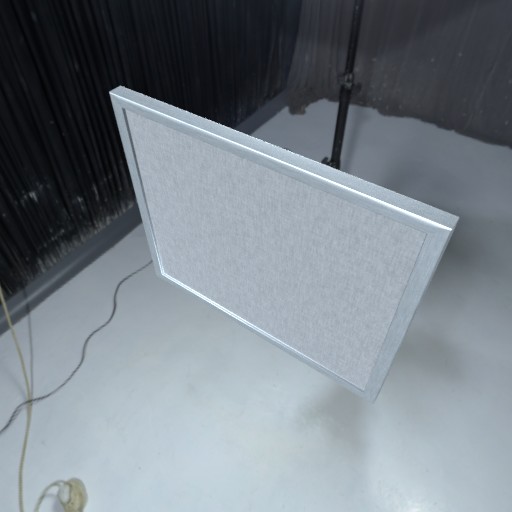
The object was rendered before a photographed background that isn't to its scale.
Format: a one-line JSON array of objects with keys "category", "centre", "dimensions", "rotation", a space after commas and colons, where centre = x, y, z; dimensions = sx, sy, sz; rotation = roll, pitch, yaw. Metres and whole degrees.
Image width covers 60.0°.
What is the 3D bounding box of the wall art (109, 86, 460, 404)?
[{"category": "wall art", "centre": [0.000, 0.000, 0.779], "dimensions": [0.556, 0.457, 0.028], "rotation": [27, 53, 23]}]
